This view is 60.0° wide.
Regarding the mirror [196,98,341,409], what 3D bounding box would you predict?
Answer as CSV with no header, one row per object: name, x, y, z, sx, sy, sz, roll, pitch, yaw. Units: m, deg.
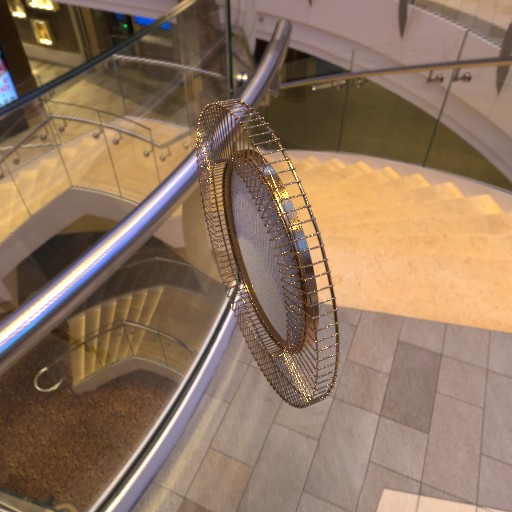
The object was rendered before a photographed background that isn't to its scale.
mirror,0.000,0.000,1.042,0.067,0.703,0.703,-17,48,-16
